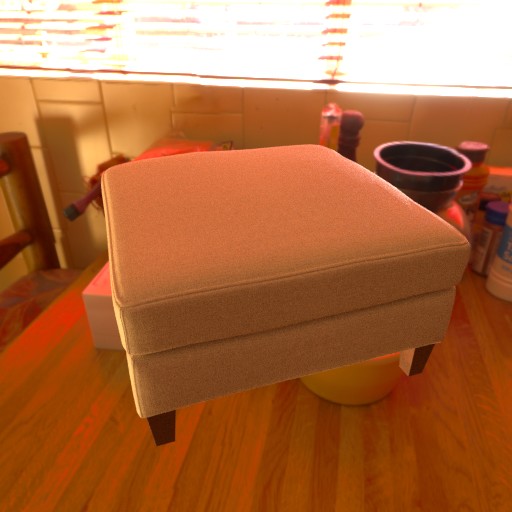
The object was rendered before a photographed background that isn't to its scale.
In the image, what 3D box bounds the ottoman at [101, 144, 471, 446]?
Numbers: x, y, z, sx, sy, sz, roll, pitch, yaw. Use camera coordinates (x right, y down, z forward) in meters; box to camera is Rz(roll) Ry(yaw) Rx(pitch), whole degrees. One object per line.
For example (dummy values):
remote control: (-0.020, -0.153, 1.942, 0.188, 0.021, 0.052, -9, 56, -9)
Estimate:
ottoman: (0.000, 0.000, 1.368, 0.838, 0.503, 0.838, -10, 32, -16)
